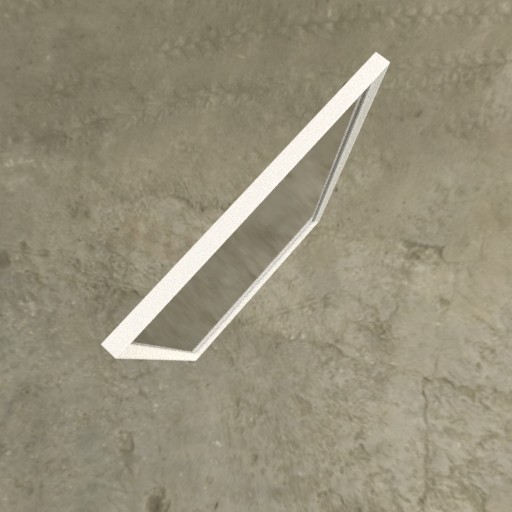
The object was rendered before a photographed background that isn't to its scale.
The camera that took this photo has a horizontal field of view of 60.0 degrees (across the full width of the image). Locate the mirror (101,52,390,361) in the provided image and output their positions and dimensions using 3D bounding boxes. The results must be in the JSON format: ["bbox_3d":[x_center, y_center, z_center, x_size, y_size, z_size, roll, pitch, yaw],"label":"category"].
[{"bbox_3d":[0.000,0.000,1.309,0.041,1.016,0.762,40,80,9],"label":"mirror"}]
